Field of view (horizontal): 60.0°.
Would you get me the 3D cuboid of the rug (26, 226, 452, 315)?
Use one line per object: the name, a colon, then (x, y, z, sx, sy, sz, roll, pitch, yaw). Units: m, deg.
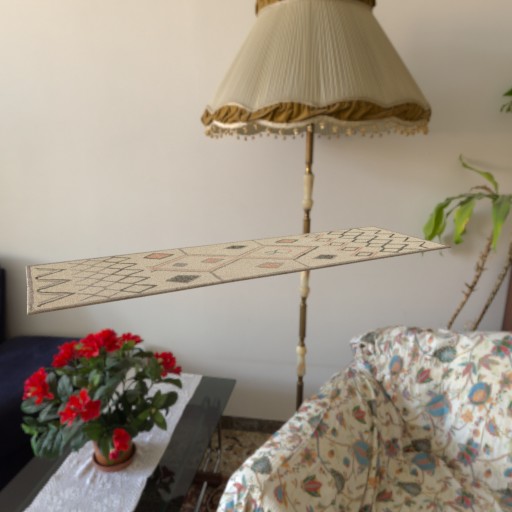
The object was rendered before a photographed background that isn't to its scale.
rug: (0.000, 0.000, 2.628, 2.435, 0.011, 0.750, -8, 17, -26)
